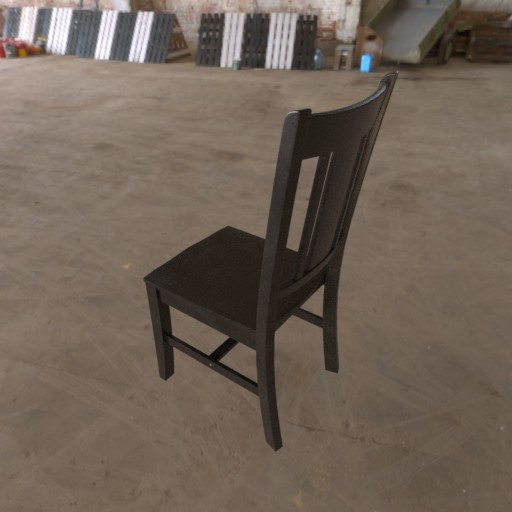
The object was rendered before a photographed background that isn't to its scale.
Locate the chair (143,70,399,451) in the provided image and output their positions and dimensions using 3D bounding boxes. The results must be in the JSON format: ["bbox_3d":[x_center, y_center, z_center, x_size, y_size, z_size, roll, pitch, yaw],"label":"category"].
[{"bbox_3d":[0.000,0.000,1.288,0.555,0.998,0.450,21,38,30],"label":"chair"}]
